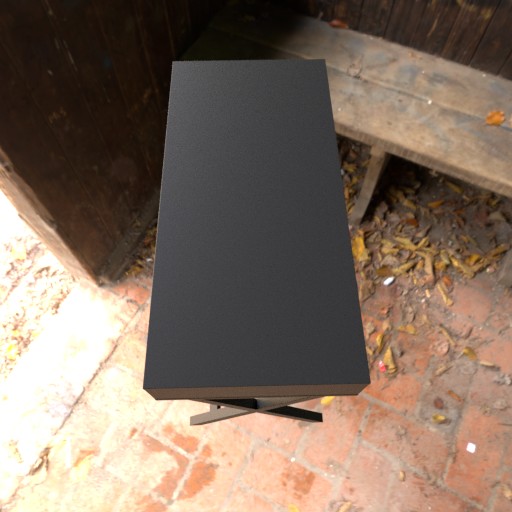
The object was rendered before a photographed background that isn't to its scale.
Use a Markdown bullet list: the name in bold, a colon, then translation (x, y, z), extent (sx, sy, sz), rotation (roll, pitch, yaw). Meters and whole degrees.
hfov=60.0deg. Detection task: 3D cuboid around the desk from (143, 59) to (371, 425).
- **desk**: translation (0.000, 0.000, 1.569), extent (0.525, 0.780, 1.057), rotation (-1, 62, -1)
